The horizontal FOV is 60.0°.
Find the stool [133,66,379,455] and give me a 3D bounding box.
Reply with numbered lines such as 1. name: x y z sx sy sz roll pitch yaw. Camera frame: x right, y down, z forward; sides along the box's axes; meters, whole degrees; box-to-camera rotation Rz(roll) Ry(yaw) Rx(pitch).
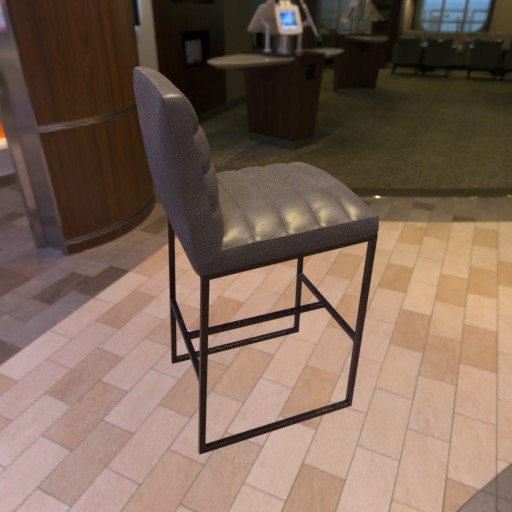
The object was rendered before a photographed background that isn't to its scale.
1. stool: 0.000 0.000 1.354 0.562 1.065 0.463 -11 32 -18
